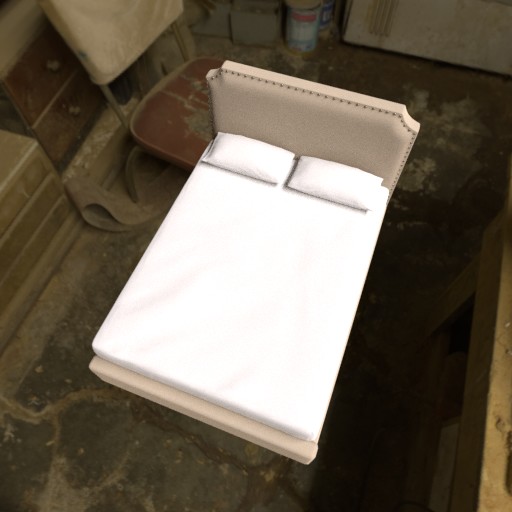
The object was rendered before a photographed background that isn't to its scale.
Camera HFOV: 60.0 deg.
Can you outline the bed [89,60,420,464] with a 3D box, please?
[{"bbox_3d":[0.000,0.000,3.351,1.703,1.415,2.329,18,62,10],"label":"bed"}]
